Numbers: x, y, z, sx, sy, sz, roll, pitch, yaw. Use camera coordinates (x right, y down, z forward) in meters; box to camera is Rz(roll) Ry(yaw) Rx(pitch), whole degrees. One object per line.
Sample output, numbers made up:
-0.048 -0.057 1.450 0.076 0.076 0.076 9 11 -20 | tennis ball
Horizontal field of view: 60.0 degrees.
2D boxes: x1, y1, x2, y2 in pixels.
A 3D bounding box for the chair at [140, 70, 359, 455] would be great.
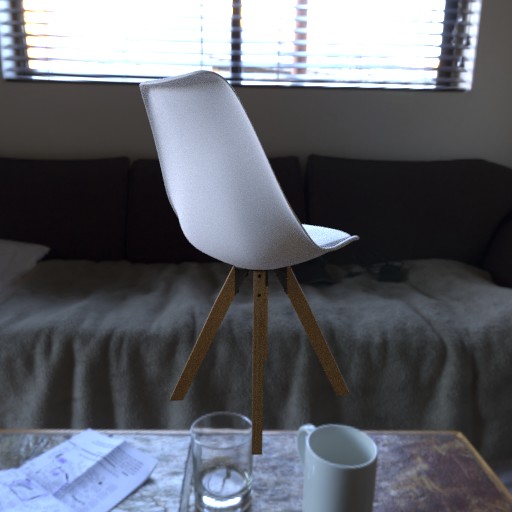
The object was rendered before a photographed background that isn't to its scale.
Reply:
0.000 0.000 1.192 0.485 0.849 0.550 12 18 43 | chair
